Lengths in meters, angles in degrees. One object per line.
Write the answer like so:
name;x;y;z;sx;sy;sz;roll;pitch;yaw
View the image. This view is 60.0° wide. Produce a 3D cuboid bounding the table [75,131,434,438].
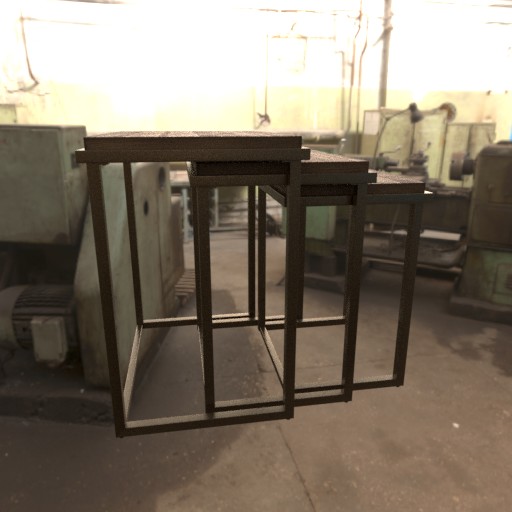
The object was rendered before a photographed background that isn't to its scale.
table;0.000;0.000;1.139;0.706;0.610;0.559;-3;17;-9
